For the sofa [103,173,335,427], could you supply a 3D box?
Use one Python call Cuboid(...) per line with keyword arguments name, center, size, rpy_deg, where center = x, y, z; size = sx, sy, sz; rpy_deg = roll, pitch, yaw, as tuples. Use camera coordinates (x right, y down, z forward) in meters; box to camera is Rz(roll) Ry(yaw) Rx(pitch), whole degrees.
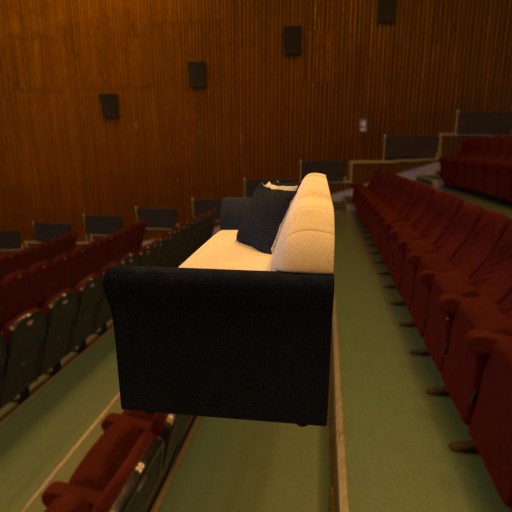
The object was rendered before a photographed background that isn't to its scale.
Cuboid(name="sofa", center=(0.000, 0.000, 2.392), size=(0.749, 0.789, 2.006), rpy_deg=(2, 15, 7))
